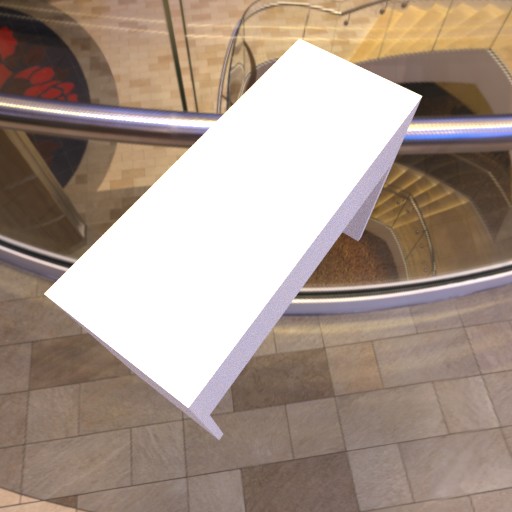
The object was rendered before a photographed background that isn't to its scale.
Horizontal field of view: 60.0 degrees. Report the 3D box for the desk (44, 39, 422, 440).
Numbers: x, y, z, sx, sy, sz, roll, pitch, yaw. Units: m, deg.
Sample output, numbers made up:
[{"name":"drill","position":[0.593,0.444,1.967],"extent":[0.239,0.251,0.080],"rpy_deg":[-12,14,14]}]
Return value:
[{"name":"desk","position":[0.000,0.000,1.433],"extent":[0.400,0.790,1.000],"rpy_deg":[33,68,15]}]
